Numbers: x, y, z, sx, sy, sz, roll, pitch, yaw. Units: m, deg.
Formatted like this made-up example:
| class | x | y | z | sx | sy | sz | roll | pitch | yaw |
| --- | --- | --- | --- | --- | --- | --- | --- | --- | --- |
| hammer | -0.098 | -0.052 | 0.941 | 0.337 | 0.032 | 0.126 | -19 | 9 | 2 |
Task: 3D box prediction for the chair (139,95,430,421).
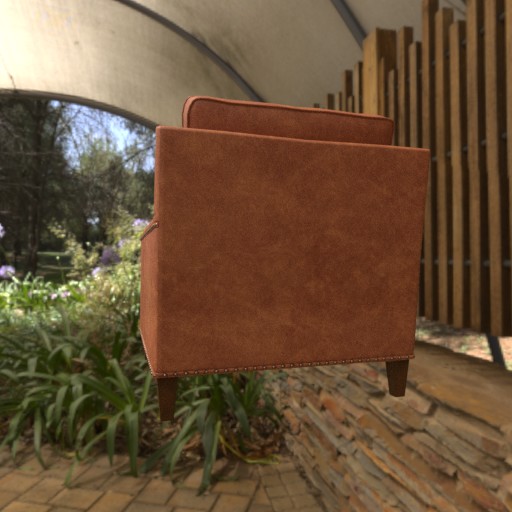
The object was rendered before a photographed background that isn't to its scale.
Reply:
| class | x | y | z | sx | sy | sz | roll | pitch | yaw |
| --- | --- | --- | --- | --- | --- | --- | --- | --- | --- |
| chair | 0.000 | 0.000 | 1.740 | 0.853 | 0.943 | 1.014 | 0 | -1 | -17 |
